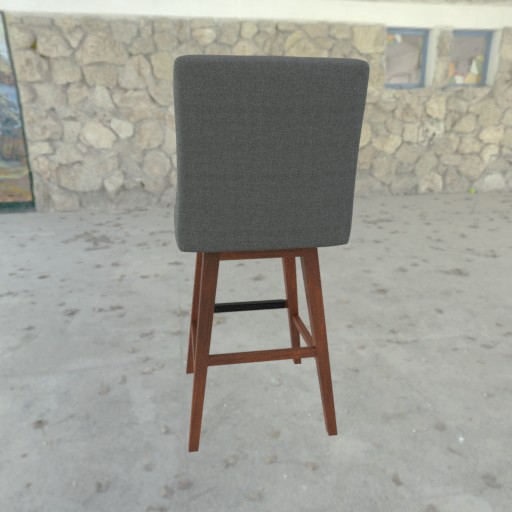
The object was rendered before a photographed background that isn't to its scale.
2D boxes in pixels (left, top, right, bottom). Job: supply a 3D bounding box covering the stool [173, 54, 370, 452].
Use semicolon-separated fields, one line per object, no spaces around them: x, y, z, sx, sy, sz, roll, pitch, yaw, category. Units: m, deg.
0.000;0.000;1.249;0.447;0.977;0.524;-3;17;-9;stool
